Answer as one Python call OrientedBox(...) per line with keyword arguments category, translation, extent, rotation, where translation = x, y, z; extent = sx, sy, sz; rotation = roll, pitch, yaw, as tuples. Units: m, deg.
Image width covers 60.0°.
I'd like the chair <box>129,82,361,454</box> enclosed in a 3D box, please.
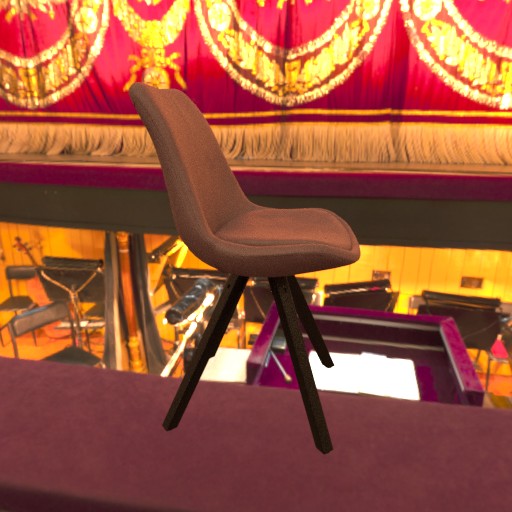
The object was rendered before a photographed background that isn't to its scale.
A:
OrientedBox(category="chair", translation=(0.000, 0.000, 1.196), extent=(0.547, 0.865, 0.483), rotation=(3, 17, 10))
